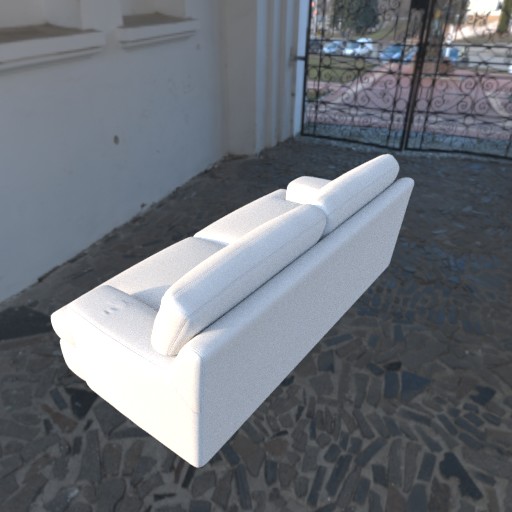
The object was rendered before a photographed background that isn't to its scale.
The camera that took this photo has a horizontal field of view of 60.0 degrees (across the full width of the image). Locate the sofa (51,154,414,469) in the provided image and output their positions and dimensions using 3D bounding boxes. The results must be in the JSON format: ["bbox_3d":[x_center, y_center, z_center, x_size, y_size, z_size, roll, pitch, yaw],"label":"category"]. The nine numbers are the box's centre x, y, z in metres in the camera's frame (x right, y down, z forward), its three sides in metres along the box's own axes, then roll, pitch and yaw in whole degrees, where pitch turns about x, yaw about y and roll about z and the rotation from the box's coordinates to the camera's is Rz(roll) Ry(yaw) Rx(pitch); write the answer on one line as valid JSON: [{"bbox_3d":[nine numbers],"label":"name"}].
[{"bbox_3d":[0.000,0.000,2.752,1.143,0.940,2.261,21,37,31],"label":"sofa"}]
